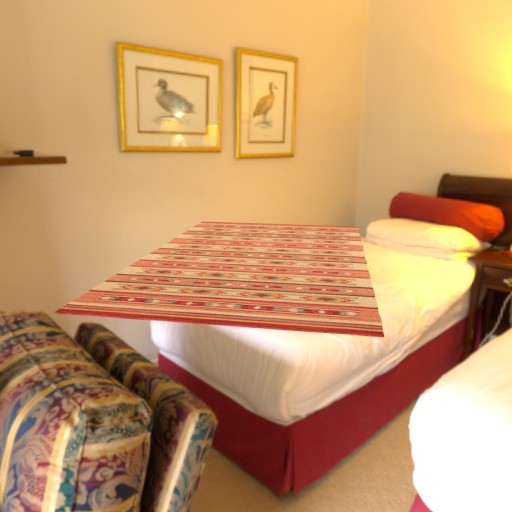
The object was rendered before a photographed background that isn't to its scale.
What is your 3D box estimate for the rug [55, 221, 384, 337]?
[{"bbox_3d":[0.000,0.000,3.147,1.535,0.010,2.431,3,15,10],"label":"rug"}]
